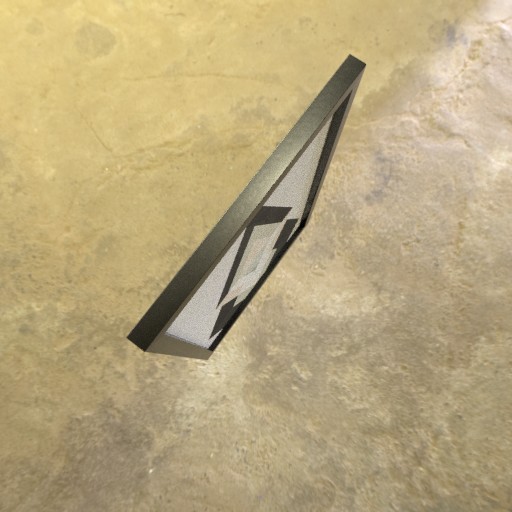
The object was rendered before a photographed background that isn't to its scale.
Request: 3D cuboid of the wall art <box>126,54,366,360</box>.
[{"bbox_3d":[0.000,0.000,0.591,0.019,0.455,0.314,35,79,8],"label":"wall art"}]
